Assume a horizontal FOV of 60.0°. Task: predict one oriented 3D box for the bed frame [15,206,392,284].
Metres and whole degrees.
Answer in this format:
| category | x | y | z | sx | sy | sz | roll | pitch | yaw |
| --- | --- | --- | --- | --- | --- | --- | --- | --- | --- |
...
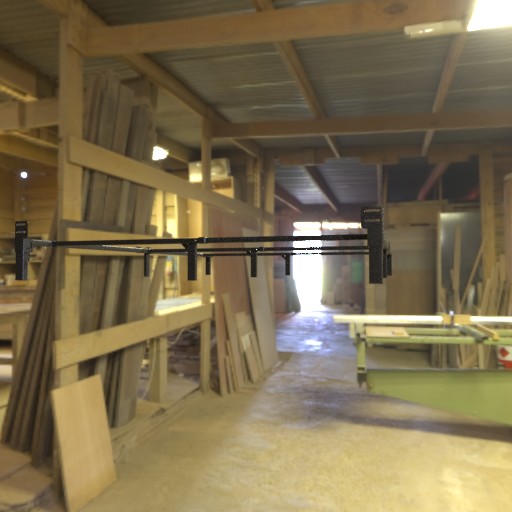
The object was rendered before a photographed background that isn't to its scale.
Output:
| category | x | y | z | sx | sy | sz | roll | pitch | yaw |
| --- | --- | --- | --- | --- | --- | --- | --- | --- | --- |
| bed frame | 0.000 | 0.000 | 2.580 | 1.498 | 0.248 | 1.990 | -1 | -2 | 18 |
